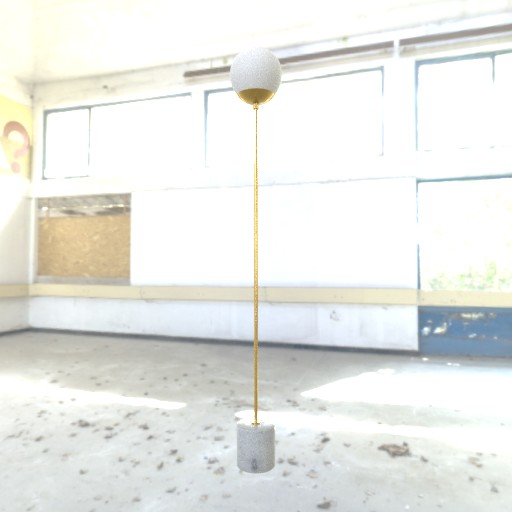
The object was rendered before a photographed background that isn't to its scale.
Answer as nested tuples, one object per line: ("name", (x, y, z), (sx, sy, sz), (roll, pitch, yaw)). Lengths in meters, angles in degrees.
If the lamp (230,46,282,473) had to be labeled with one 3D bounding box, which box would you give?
("lamp", (0.000, 0.000, 1.871), (0.224, 1.753, 0.224), (0, -1, 19))
